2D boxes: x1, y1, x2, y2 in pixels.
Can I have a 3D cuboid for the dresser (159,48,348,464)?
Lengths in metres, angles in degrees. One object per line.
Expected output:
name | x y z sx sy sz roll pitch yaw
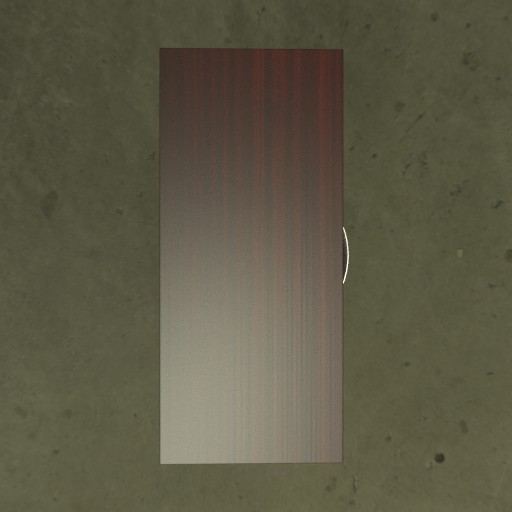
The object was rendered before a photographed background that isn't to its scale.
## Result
dresser | 0.000 0.000 1.160 0.360 0.720 0.750 0 90 -1
